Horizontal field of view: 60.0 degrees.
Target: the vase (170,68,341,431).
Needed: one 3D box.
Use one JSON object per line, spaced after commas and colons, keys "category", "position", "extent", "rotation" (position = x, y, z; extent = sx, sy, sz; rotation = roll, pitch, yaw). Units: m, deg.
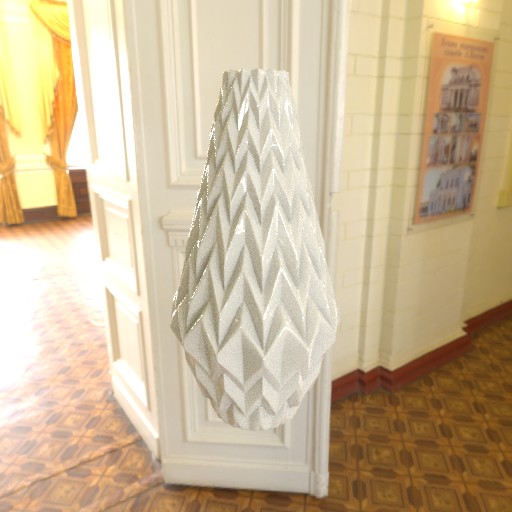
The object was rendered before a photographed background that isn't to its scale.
{"category": "vase", "position": [0.000, 0.000, 0.425], "extent": [0.167, 0.328, 0.167], "rotation": [0, 17, 0]}
